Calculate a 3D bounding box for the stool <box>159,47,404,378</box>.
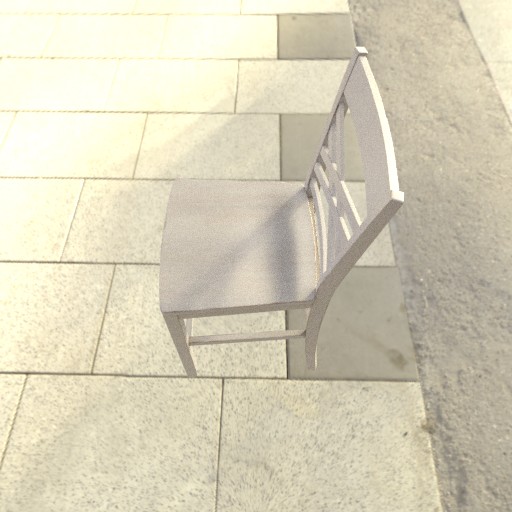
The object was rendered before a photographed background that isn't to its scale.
[{"bbox_3d":[0.000,0.000,1.354,0.539,1.079,0.462,-1,58,-1],"label":"stool"}]
